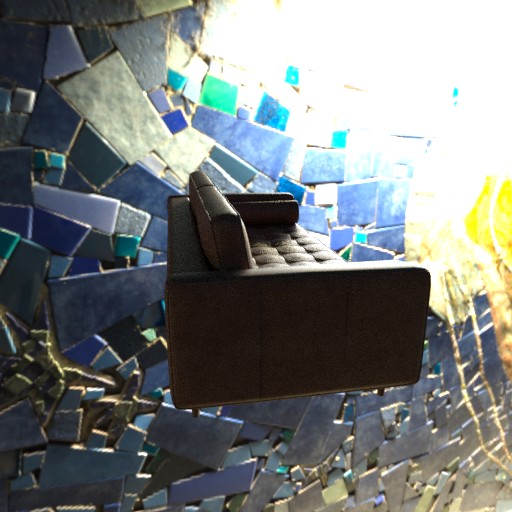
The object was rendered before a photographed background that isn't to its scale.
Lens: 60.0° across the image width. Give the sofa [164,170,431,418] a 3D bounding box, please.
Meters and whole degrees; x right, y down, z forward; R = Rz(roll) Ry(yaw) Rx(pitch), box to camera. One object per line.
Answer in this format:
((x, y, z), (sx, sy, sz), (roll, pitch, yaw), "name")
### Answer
((0.000, 0.000, 2.323), (0.910, 0.760, 1.870), (-3, 16, -10), "sofa")
